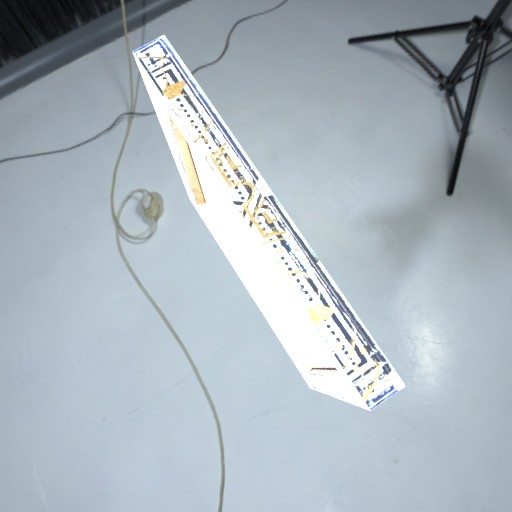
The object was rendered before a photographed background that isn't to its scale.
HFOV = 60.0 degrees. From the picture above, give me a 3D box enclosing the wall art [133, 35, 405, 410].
[{"bbox_3d":[0.000,0.000,0.609,0.038,0.410,0.411,-32,78,-8],"label":"wall art"}]
